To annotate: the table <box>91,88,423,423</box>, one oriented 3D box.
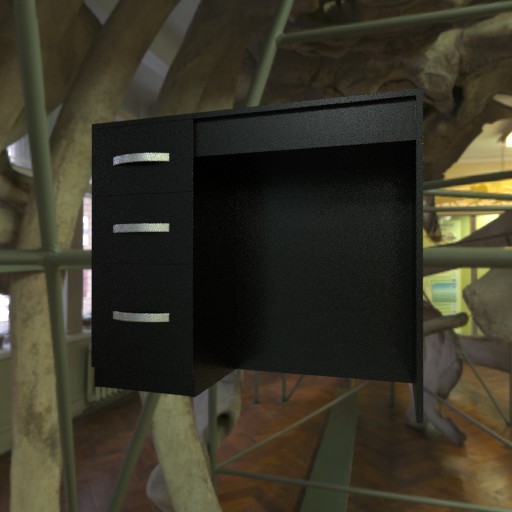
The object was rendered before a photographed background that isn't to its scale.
[{"bbox_3d":[0.000,0.000,1.340,0.930,0.790,0.380,0,0,18],"label":"table"}]
